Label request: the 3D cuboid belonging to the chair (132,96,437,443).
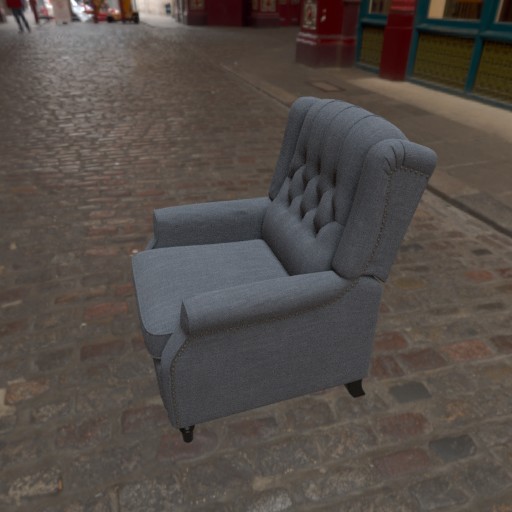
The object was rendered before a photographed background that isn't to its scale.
[{"bbox_3d":[0.000,0.000,1.644,0.898,1.035,0.742,-10,33,-16],"label":"chair"}]
